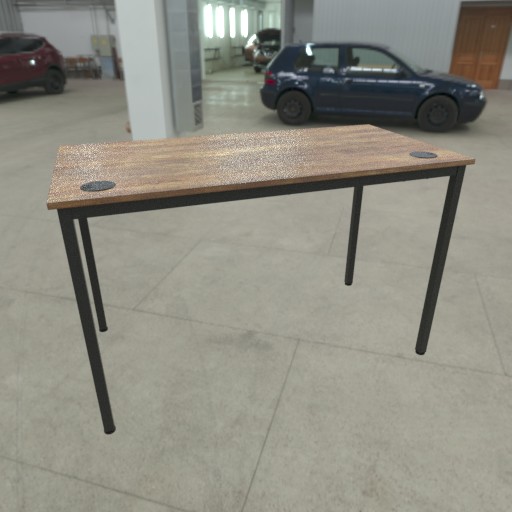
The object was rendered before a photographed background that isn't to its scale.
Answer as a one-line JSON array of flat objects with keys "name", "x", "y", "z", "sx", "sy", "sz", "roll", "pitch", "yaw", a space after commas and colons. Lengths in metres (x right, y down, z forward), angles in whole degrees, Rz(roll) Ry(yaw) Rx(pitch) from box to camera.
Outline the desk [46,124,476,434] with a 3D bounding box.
[{"name": "desk", "x": 0.000, "y": 0.000, "z": 1.585, "sx": 1.200, "sy": 0.749, "sz": 0.600, "roll": -9, "pitch": 28, "yaw": -17}]
